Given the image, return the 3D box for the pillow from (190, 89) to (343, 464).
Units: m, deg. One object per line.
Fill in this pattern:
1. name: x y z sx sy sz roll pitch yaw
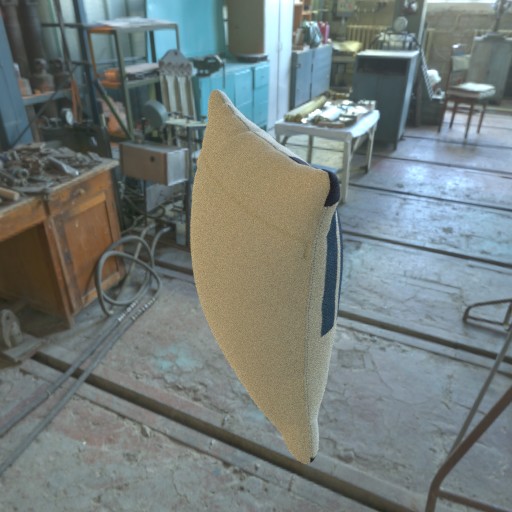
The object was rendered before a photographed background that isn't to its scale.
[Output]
1. pillow: 0.000 0.000 0.817 0.229 0.506 0.536 -10 32 -17
